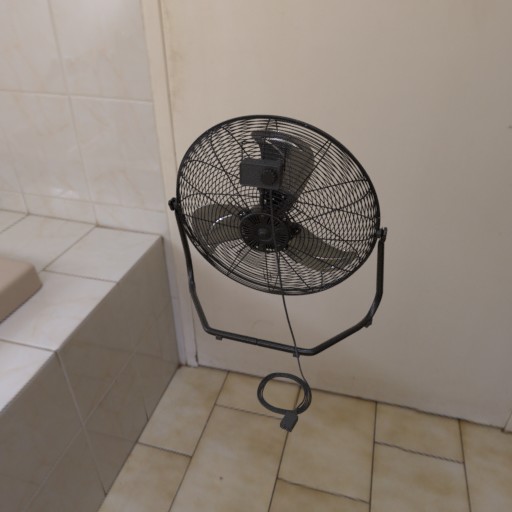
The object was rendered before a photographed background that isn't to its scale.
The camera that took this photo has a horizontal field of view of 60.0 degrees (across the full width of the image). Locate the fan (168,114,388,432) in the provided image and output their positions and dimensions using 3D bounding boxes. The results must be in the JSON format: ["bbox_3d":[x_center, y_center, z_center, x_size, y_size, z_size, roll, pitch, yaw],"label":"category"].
[{"bbox_3d":[0.000,0.000,0.946,0.555,0.546,0.424,10,34,15],"label":"fan"}]
